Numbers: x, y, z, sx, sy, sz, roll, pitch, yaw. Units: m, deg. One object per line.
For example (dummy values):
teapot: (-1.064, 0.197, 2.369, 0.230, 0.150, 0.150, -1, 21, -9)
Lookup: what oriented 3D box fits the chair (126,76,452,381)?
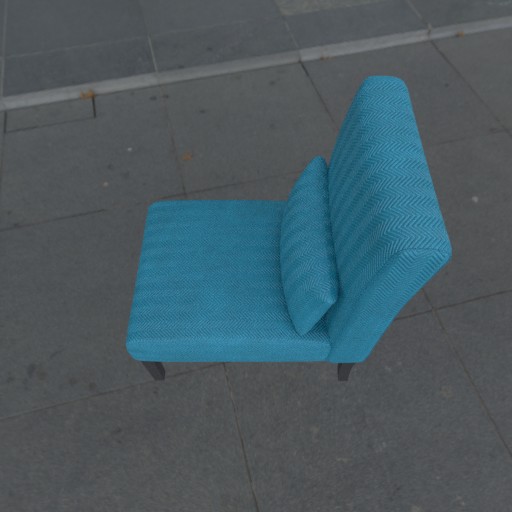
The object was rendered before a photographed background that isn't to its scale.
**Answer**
chair: (0.000, 0.000, 1.415, 0.808, 0.927, 0.579, 0, 58, 0)
